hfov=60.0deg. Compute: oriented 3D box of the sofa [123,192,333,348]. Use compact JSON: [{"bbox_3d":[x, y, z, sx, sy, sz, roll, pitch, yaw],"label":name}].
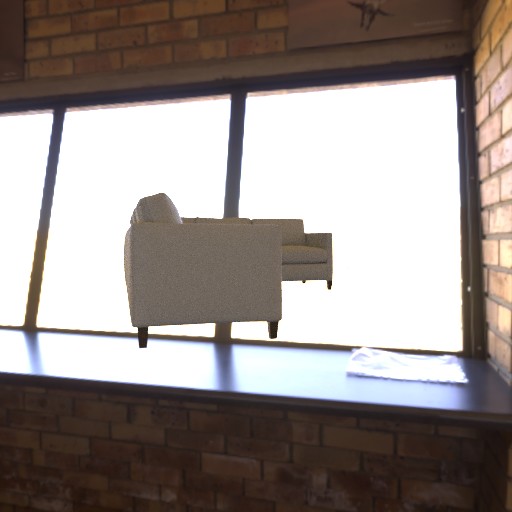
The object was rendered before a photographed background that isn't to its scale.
[{"bbox_3d":[0.000,0.000,4.428,2.522,0.934,3.333,-1,2,-17],"label":"sofa"}]
